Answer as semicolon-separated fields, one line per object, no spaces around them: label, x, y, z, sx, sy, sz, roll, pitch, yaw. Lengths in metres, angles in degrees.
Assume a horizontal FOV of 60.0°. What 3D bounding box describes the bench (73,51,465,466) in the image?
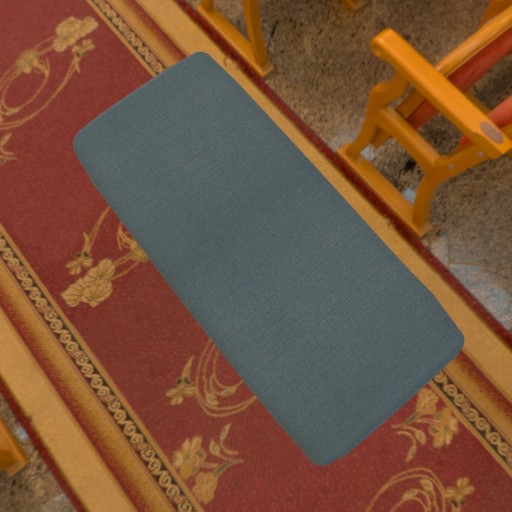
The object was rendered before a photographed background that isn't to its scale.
bench;0.000;0.000;1.239;0.476;0.474;0.995;-38;79;-9
